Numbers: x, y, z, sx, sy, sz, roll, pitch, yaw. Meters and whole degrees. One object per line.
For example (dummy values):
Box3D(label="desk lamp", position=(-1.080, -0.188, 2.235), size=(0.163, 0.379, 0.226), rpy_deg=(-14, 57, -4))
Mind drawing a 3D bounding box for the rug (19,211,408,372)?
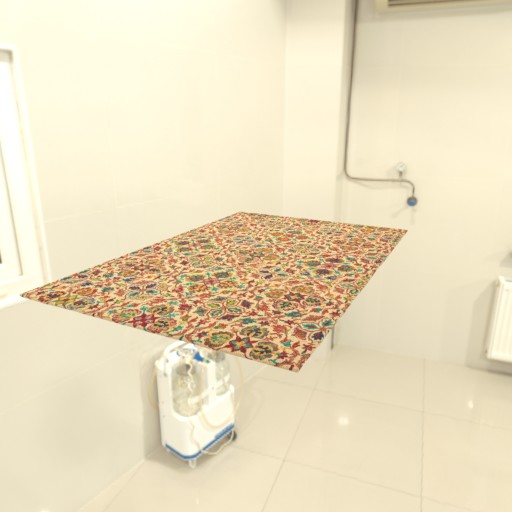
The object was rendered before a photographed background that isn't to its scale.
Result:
Box3D(label="rug", position=(0.000, 0.000, 2.313), size=(1.226, 0.013, 1.838), rpy_deg=(9, 20, 26))
